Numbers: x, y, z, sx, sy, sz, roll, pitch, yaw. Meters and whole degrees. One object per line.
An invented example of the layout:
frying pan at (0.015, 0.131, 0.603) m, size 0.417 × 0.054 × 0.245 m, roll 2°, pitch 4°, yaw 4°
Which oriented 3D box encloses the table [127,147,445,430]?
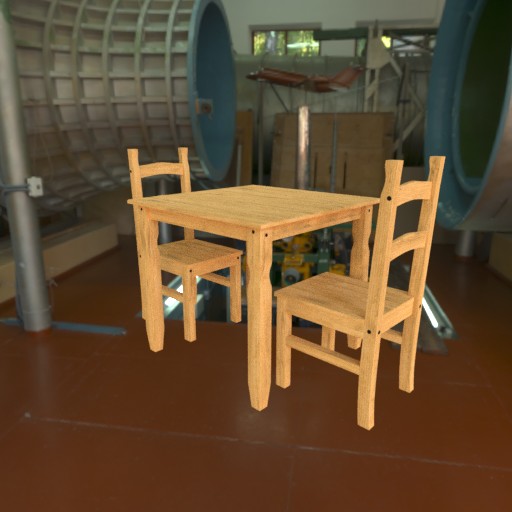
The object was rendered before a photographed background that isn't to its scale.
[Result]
table at (0.000, 0.000, 2.062) m, size 1.501 × 0.942 × 0.813 m, roll 14°, pitch 21°, yaw 41°
